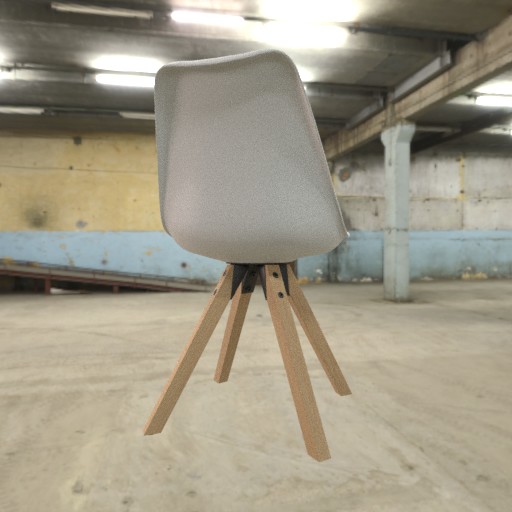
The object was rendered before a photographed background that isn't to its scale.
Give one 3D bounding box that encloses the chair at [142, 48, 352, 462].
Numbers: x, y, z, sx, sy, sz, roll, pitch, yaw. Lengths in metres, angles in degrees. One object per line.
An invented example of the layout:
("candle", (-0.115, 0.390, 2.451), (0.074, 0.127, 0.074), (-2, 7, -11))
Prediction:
("chair", (0.000, 0.000, 1.177), (0.485, 0.850, 0.550), (0, 1, 18))
